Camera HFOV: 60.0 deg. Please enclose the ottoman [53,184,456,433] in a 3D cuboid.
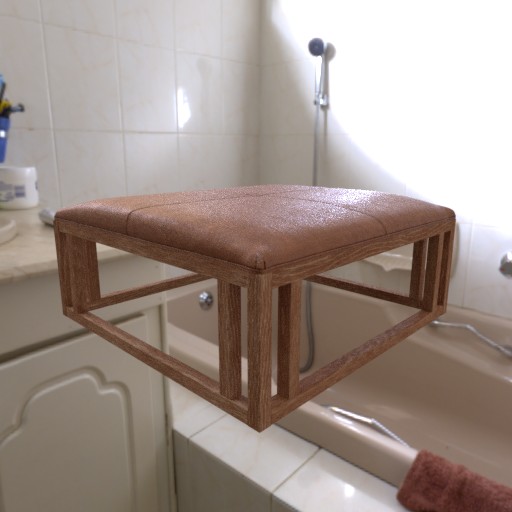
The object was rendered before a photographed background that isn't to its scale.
[{"bbox_3d":[0.000,0.000,1.598,1.013,0.442,1.016,13,19,43],"label":"ottoman"}]
